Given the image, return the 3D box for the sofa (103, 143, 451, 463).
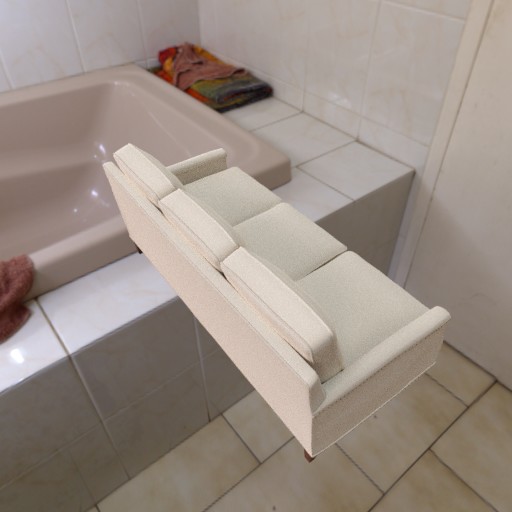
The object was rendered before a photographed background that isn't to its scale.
[{"bbox_3d":[0.000,0.000,2.883,1.084,1.003,2.246,-26,48,-26],"label":"sofa"}]
